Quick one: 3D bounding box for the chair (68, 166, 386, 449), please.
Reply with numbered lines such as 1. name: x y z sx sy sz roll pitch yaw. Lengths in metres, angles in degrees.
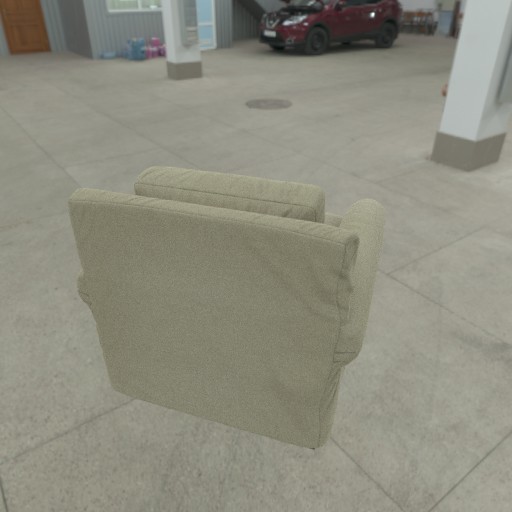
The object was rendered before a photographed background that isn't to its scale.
1. chair: 0.000 0.000 1.765 0.940 0.866 1.066 10 33 16
